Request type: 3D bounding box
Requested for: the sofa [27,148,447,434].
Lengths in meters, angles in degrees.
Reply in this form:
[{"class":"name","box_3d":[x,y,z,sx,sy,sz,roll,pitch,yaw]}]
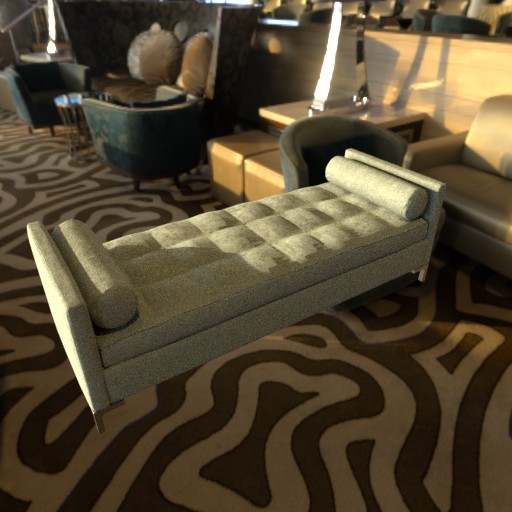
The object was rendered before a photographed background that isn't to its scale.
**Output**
[{"class":"sofa","box_3d":[0.000,0.000,2.449,2.102,0.657,0.797,-19,36,-28]}]
